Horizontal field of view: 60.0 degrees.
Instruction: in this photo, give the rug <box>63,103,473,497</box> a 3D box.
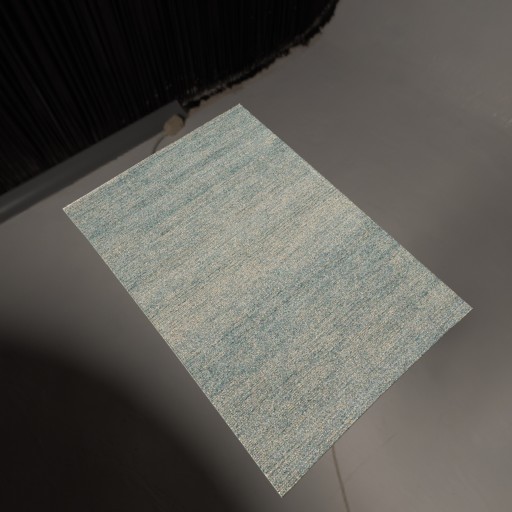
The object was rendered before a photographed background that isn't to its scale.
[{"bbox_3d":[0.000,0.000,5.133,2.802,0.052,4.078,-36,68,-18],"label":"rug"}]
